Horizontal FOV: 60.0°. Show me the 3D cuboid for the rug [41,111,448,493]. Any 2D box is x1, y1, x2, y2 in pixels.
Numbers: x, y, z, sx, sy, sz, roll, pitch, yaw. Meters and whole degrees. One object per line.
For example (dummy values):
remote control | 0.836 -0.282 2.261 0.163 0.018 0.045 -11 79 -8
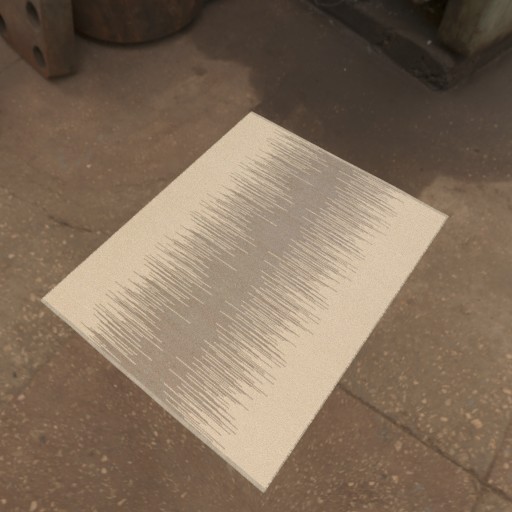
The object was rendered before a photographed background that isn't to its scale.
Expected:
rug | 0.000 0.000 4.115 2.453 0.010 3.037 33 65 18
